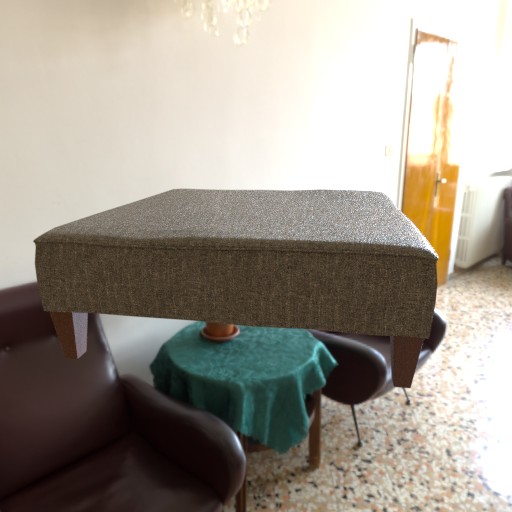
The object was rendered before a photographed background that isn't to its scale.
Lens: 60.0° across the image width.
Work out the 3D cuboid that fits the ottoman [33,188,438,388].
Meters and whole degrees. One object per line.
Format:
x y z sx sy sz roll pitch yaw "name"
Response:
0.000 0.000 1.529 0.981 0.379 1.016 2 15 9 "ottoman"
